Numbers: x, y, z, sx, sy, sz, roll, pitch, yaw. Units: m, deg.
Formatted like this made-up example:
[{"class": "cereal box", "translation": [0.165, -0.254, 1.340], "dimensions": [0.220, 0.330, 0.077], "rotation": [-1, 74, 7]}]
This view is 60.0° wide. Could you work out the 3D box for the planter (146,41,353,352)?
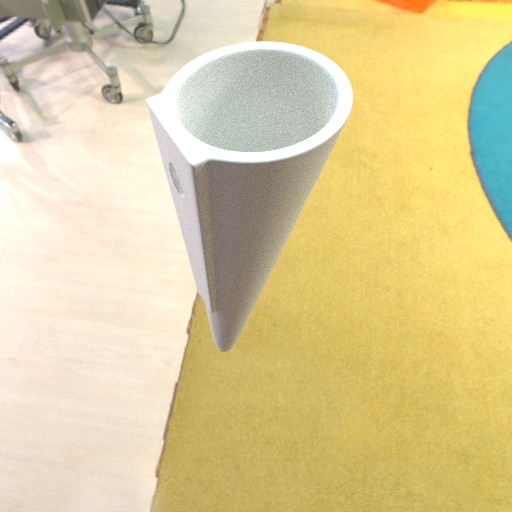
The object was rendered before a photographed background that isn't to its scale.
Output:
[{"class": "planter", "translation": [0.000, 0.000, 0.224], "dimensions": [0.064, 0.193, 0.057], "rotation": [-26, 62, -16]}]
